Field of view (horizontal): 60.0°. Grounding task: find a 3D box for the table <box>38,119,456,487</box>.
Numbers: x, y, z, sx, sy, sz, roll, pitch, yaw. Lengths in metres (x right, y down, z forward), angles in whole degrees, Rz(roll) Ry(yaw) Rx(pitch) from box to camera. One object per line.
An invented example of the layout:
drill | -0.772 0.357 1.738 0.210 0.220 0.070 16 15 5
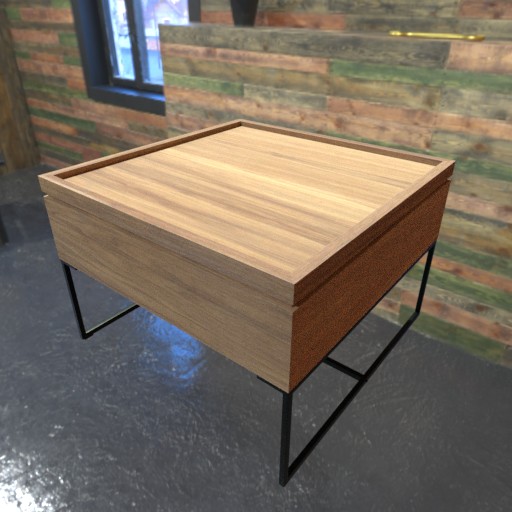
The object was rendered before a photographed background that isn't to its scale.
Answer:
table | 0.000 0.000 1.125 0.679 0.464 0.676 22 37 33
